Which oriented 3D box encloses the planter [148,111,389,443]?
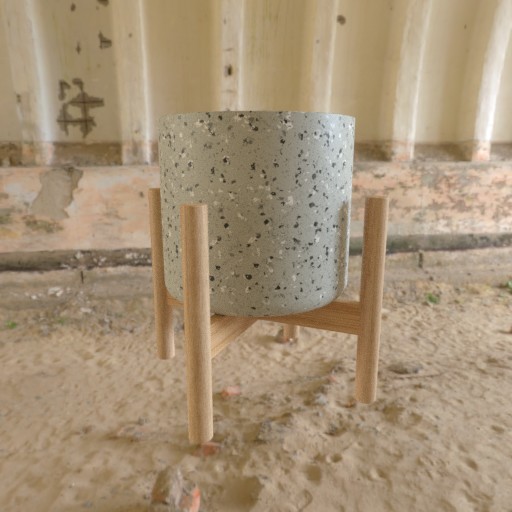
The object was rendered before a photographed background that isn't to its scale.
[{"bbox_3d":[0.000,0.000,0.544,0.284,0.320,0.284,-12,18,-42],"label":"planter"}]
